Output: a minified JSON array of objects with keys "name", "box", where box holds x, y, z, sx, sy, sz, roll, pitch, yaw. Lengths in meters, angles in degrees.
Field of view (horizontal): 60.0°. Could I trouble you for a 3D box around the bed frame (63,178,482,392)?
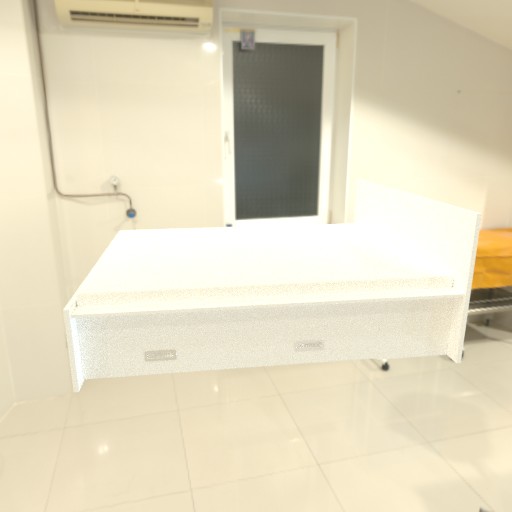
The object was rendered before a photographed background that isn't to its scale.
[{"name":"bed frame","box":[0.000,0.000,2.877,1.960,0.800,1.622,-2,16,-8]}]
